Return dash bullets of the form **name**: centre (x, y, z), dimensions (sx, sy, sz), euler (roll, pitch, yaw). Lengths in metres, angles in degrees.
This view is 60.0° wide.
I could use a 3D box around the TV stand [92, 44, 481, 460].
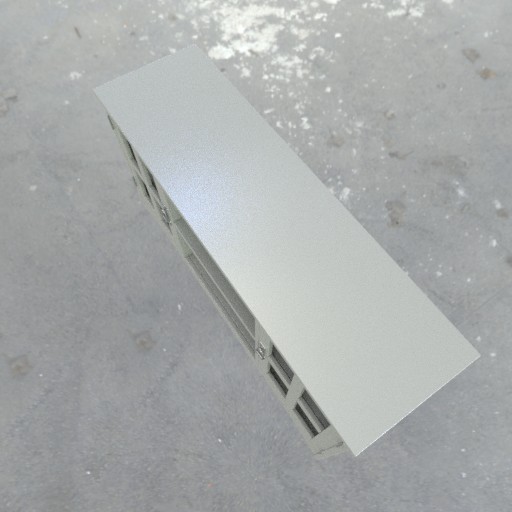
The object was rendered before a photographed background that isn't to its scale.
- **TV stand**: centre (0.000, 0.000, 1.370), dimensions (0.344, 0.603, 1.167), euler (-31, 67, -15)
